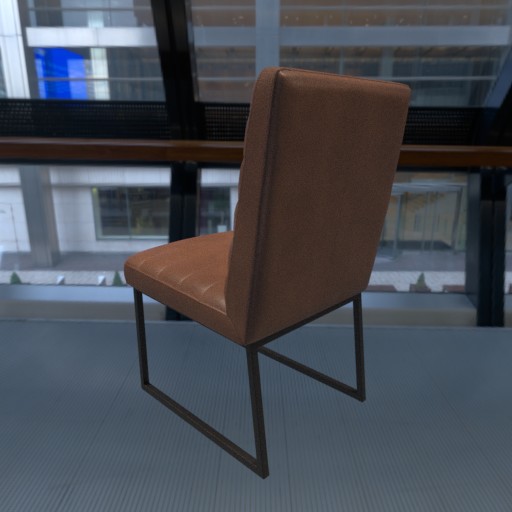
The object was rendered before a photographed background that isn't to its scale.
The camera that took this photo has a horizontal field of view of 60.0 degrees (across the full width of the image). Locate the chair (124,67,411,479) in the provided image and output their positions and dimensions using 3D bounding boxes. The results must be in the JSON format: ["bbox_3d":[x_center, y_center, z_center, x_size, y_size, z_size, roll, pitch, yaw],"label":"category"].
[{"bbox_3d":[0.000,0.000,1.274,0.634,0.930,0.520,16,22,43],"label":"chair"}]
